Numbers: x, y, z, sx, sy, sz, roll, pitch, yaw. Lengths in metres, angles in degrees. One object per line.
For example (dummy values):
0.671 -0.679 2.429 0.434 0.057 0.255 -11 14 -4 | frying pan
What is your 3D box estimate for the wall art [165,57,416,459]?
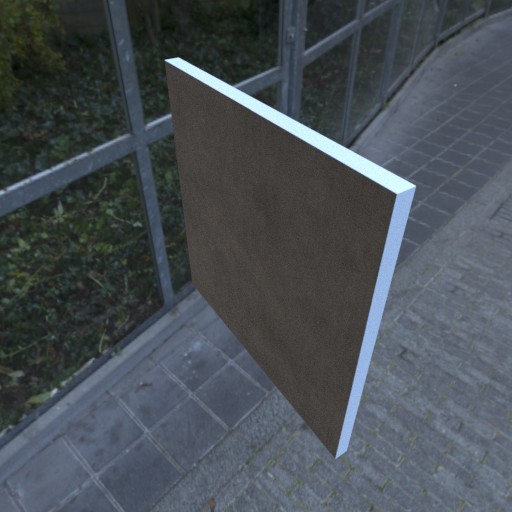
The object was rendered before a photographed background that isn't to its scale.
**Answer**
0.000 0.000 0.660 0.023 0.453 0.455 -23 45 -25 | wall art
